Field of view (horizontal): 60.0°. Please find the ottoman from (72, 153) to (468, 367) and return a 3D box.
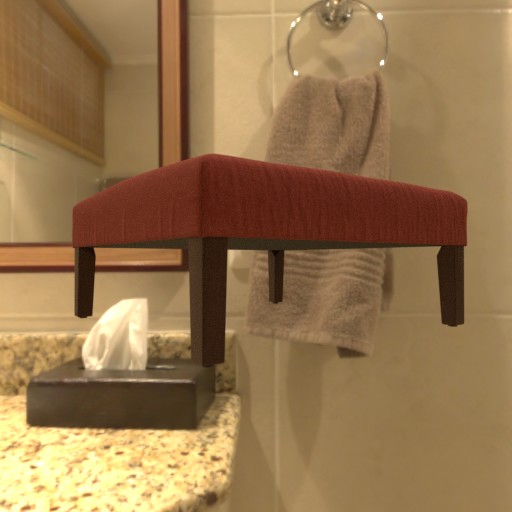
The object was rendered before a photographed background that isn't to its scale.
[{"bbox_3d":[0.000,0.000,1.388,0.889,0.411,0.890,0,-1,-36],"label":"ottoman"}]
